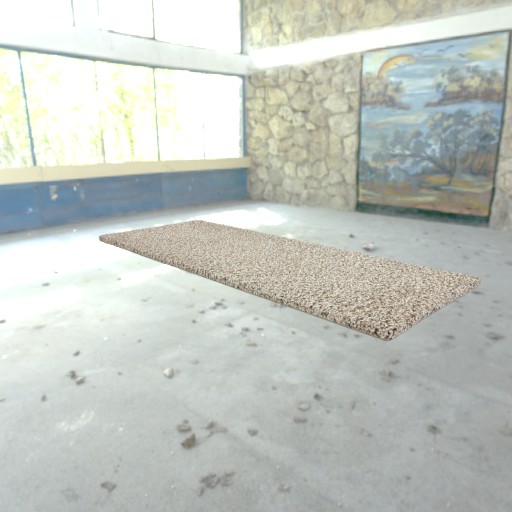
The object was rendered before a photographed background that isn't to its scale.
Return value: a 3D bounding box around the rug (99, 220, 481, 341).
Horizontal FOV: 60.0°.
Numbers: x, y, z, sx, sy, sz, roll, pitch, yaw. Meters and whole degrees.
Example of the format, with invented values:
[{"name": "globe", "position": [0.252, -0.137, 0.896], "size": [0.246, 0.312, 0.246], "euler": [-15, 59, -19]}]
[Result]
[{"name": "rug", "position": [0.000, 0.000, 1.789], "size": [0.609, 0.030, 1.524], "euler": [-14, 21, -43]}]
